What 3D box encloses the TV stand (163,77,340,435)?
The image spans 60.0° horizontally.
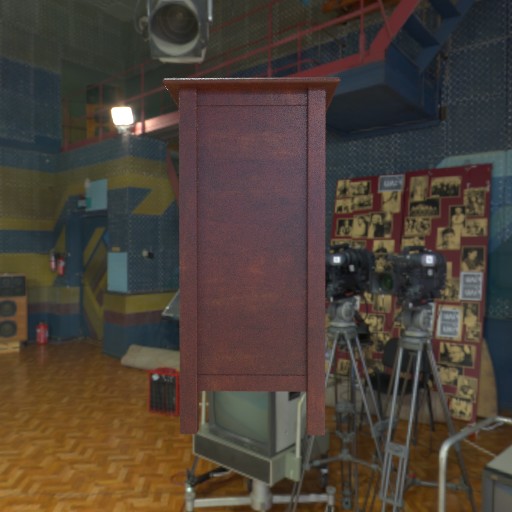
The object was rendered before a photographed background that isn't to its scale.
[{"bbox_3d":[0.000,0.000,1.800,0.445,0.915,1.372,0,1,1],"label":"TV stand"}]
